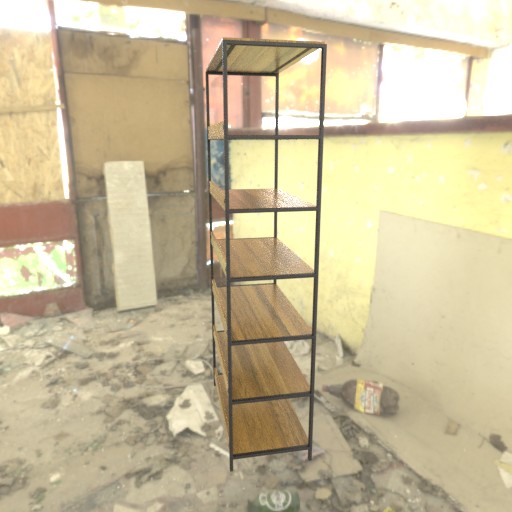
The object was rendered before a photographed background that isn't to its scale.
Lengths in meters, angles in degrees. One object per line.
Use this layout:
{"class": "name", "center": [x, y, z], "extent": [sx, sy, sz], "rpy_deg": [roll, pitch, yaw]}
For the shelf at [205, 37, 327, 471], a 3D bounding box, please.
{"class": "shelf", "center": [0.000, 0.000, 2.429], "extent": [0.431, 2.015, 0.847], "rpy_deg": [-3, 15, -11]}
